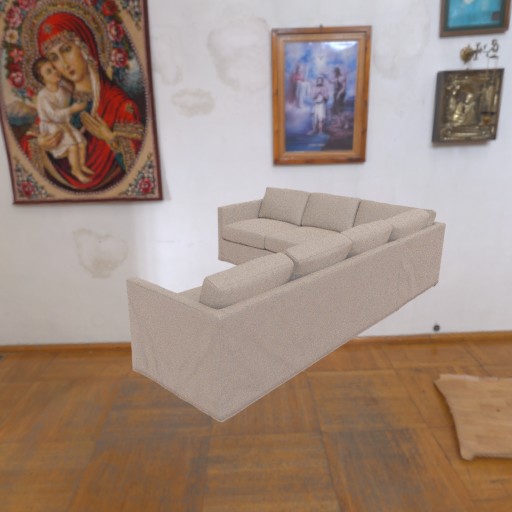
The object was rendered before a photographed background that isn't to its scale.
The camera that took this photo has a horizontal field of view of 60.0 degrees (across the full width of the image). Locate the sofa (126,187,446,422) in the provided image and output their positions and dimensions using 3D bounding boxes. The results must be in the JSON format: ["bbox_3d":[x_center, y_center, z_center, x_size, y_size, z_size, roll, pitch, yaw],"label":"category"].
[{"bbox_3d":[0.000,0.000,4.316,2.432,0.871,3.182,15,23,41],"label":"sofa"}]
